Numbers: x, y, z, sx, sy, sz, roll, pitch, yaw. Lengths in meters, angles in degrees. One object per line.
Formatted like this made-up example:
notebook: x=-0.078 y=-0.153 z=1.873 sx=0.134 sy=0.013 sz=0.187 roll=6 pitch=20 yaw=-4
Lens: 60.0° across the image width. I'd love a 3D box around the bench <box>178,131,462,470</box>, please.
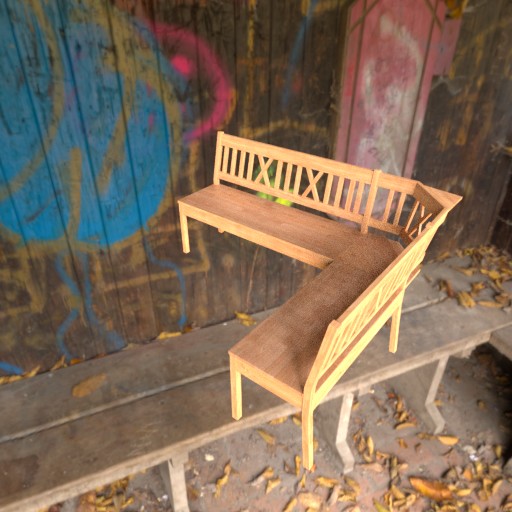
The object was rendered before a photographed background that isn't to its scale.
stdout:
bench: x=0.000 y=0.000 z=2.828 sx=1.937 sy=0.902 sz=1.537 roll=23 pitch=39 yaw=32
